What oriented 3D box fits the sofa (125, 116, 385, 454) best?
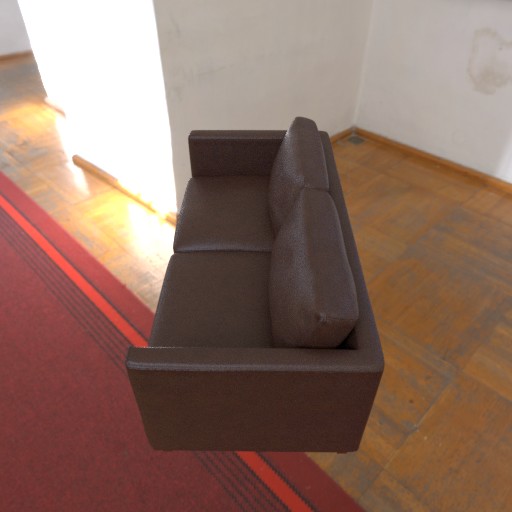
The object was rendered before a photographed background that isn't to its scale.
[{"bbox_3d":[0.000,0.000,2.426,0.951,0.933,1.883,0,41,1],"label":"sofa"}]
